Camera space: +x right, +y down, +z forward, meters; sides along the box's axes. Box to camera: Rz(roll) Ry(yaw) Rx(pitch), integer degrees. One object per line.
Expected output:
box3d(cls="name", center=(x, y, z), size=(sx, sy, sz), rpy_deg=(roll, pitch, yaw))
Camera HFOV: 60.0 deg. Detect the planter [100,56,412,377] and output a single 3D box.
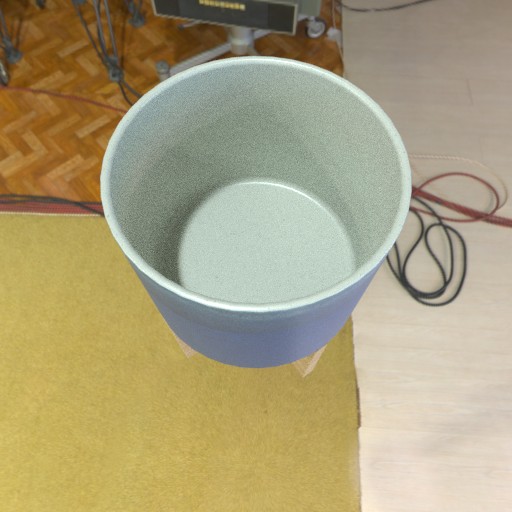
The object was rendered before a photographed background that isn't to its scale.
box3d(cls="planter", center=(0.000, 0.000, 0.394), size=(0.192, 0.263, 0.192), rpy_deg=(0, 64, 0))
